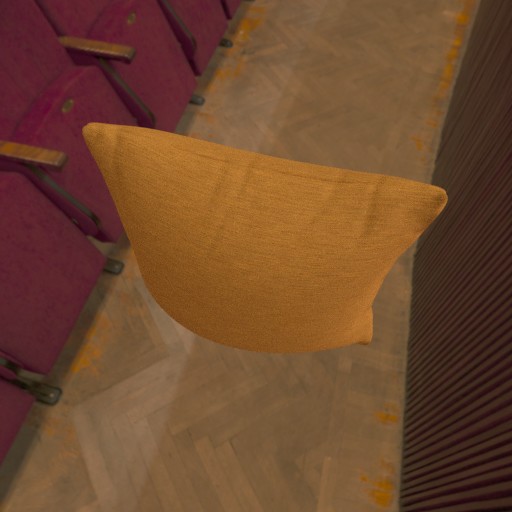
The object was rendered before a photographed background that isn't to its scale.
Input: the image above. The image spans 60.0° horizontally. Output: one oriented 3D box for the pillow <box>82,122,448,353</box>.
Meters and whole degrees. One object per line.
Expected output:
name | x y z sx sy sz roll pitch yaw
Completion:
pillow | 0.000 0.000 0.675 0.435 0.417 0.247 13 58 8
